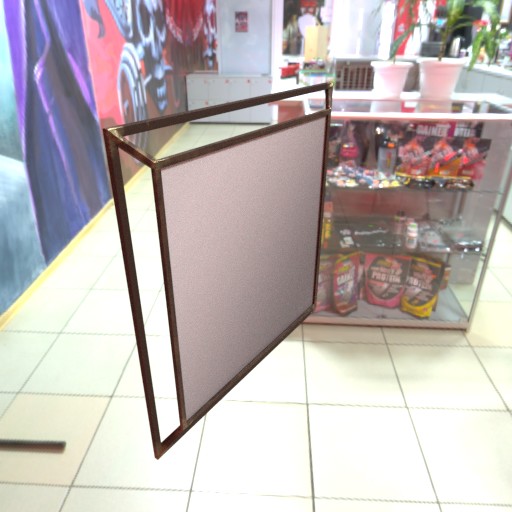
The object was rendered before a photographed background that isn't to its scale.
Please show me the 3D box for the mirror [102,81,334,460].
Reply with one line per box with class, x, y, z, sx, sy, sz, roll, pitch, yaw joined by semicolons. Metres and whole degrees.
mirror;0.000;0.000;0.905;0.032;0.610;0.610;19;33;31
